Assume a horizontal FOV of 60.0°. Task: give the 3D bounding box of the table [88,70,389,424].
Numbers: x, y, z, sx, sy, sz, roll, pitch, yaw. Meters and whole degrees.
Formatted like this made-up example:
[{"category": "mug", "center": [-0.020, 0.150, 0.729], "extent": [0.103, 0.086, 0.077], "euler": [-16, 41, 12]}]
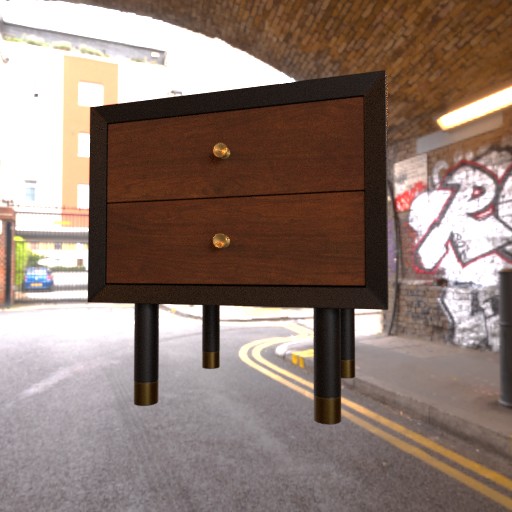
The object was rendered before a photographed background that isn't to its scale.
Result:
[{"category": "table", "center": [0.000, 0.000, 0.983], "extent": [0.564, 0.584, 0.441], "euler": [-1, -2, 17]}]
